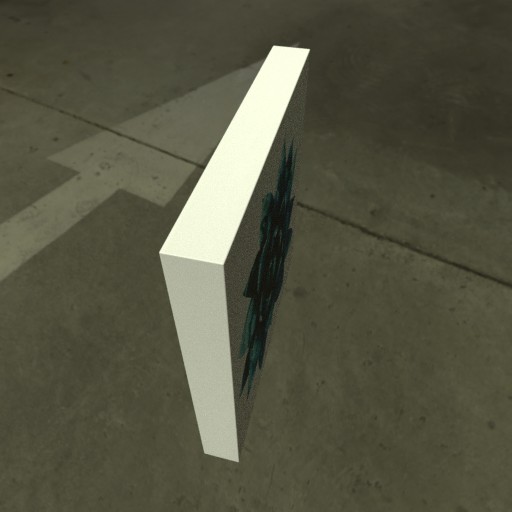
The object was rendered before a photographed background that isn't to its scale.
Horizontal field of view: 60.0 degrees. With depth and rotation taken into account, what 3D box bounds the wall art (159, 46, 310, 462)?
[{"bbox_3d":[0.000,0.000,0.458,0.038,0.305,0.305,10,47,9],"label":"wall art"}]
